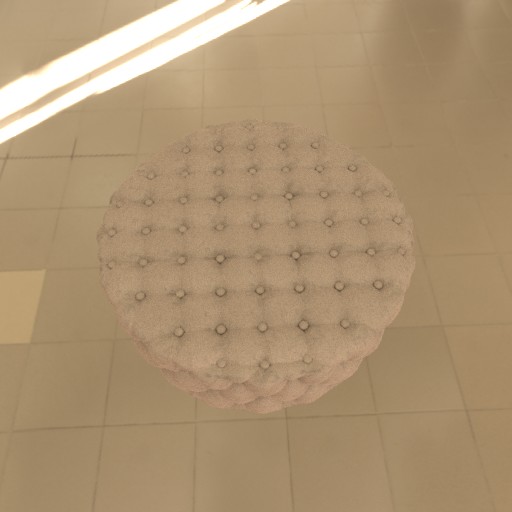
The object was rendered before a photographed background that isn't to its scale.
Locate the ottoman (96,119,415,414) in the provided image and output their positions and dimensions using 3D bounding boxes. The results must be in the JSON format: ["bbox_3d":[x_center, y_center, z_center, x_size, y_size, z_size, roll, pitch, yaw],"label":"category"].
[{"bbox_3d":[0.000,0.000,1.531,0.998,0.399,0.998,0,59,0],"label":"ottoman"}]
